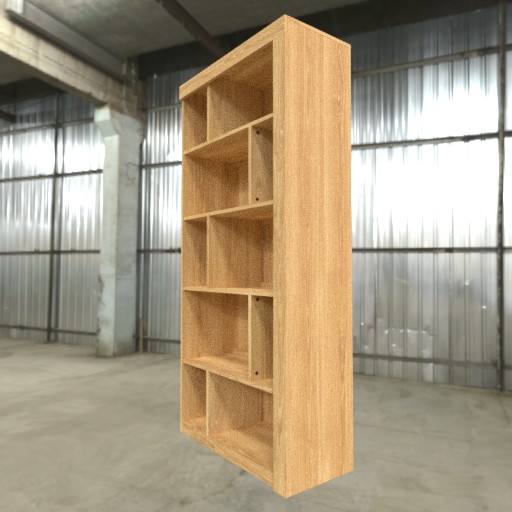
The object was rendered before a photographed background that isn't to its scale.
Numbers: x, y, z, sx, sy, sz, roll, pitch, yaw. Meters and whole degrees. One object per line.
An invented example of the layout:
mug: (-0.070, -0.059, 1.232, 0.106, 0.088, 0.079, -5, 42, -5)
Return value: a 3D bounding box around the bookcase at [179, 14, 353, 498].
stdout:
bookcase: (0.000, 0.000, 2.351, 0.420, 2.020, 0.950, 1, -2, -38)
